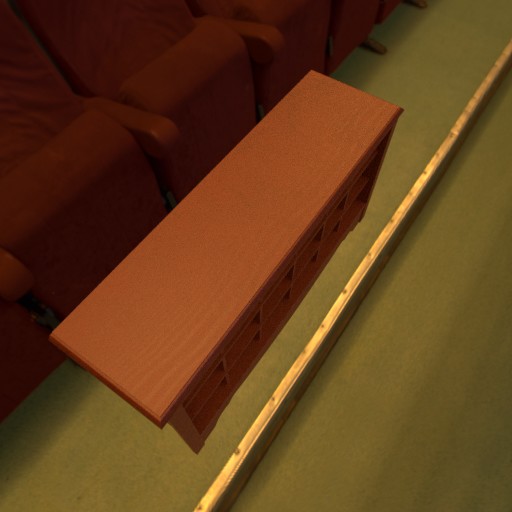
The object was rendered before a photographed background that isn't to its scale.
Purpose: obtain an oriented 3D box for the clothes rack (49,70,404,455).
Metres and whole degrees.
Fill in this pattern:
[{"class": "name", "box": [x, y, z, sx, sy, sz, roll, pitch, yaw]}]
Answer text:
[{"class": "clothes rack", "box": [0.000, 0.000, 1.533, 0.362, 0.594, 1.251, 31, 63, 17]}]
